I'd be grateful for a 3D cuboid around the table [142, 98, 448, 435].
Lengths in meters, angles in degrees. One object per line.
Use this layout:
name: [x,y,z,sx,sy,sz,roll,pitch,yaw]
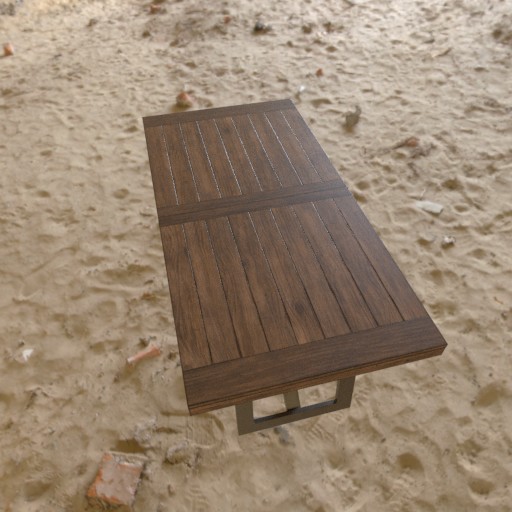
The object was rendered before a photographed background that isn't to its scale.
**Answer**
table: [0.000,0.000,2.394,0.931,0.757,1.867,-11,48,-10]
